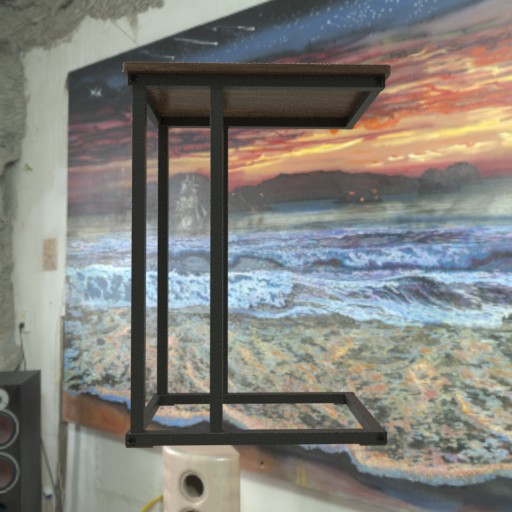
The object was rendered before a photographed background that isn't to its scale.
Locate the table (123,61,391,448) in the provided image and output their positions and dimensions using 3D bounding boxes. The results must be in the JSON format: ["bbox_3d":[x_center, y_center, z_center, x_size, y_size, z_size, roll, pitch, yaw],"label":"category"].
[{"bbox_3d":[0.000,0.000,0.857,0.450,0.637,0.254,0,-1,-1],"label":"table"}]
